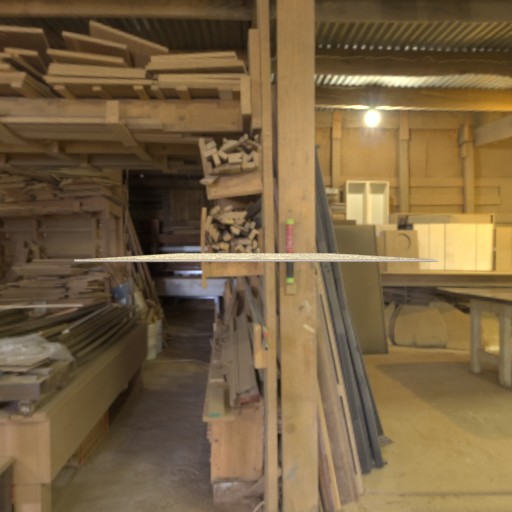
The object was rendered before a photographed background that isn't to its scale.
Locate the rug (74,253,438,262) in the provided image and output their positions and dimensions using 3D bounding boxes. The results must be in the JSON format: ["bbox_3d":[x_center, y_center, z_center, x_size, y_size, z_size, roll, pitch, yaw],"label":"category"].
[{"bbox_3d":[0.000,0.000,3.060,1.524,0.011,2.438,0,1,0],"label":"rug"}]
